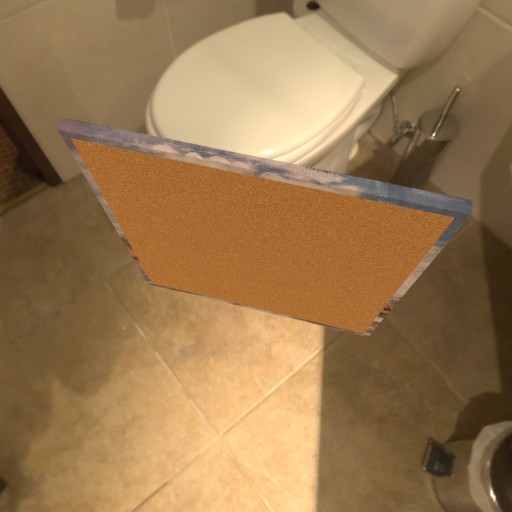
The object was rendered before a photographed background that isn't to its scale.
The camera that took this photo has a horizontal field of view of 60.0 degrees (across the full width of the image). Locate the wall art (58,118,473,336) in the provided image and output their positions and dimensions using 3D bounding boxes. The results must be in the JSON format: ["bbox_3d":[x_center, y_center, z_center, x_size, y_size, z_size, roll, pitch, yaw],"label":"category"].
[{"bbox_3d":[0.000,0.000,1.330,0.888,0.897,0.035,13,65,6],"label":"wall art"}]
